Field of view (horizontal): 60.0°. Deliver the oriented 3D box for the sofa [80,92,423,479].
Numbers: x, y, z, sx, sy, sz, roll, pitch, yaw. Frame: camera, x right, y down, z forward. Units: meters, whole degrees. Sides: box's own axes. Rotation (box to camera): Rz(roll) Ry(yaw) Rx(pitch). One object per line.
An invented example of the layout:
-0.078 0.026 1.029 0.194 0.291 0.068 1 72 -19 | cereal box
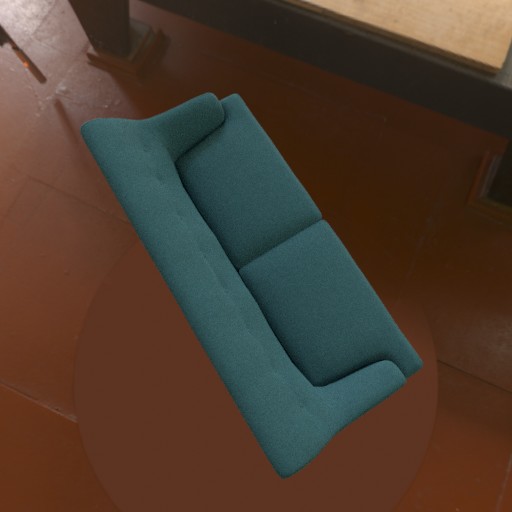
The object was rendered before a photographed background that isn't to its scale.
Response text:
0.000 0.000 2.548 0.978 0.871 2.057 -31 78 -7 | sofa
